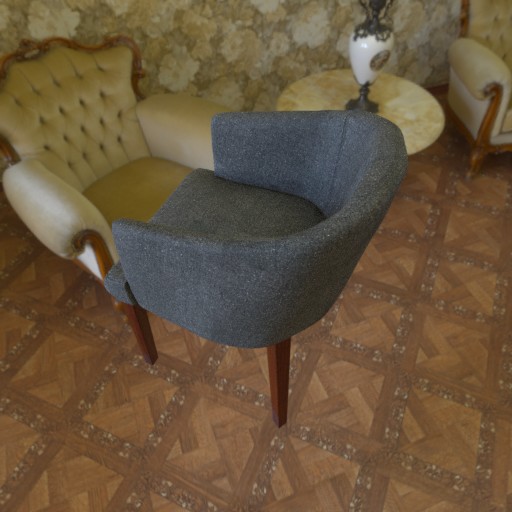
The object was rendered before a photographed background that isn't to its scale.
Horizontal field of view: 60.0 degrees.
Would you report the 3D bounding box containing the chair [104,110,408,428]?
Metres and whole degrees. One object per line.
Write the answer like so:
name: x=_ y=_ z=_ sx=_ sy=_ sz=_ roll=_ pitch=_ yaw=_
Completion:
chair: x=0.000 y=0.000 z=1.255 sx=0.655 sy=0.811 sz=0.583 roll=17 pitch=49 yaw=15
